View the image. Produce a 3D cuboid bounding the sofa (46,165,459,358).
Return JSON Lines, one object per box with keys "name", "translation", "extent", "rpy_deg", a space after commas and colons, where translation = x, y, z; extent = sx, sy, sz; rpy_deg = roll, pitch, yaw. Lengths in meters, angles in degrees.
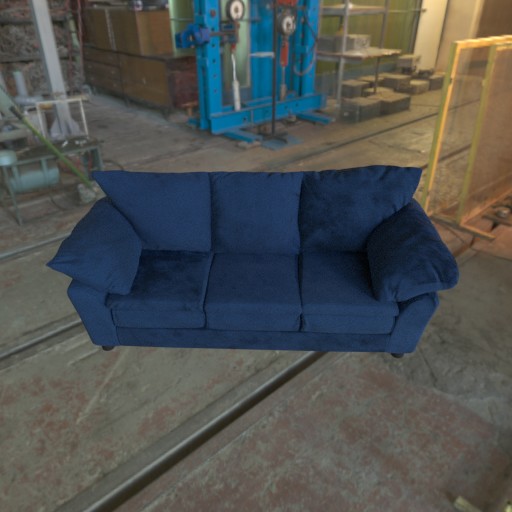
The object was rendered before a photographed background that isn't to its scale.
{"name": "sofa", "translation": [0.000, 0.000, 2.961], "extent": [2.390, 1.091, 0.907], "rpy_deg": [1, 31, 2]}
